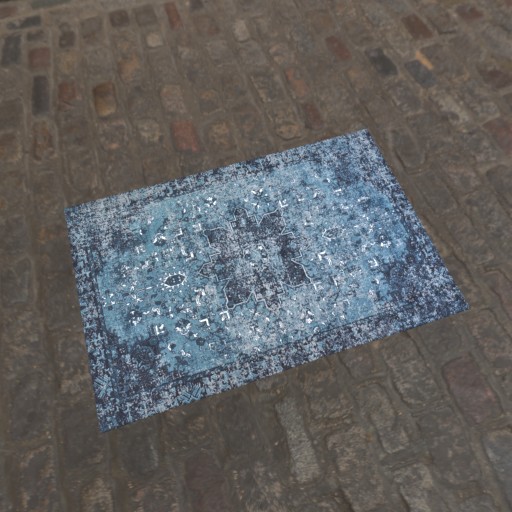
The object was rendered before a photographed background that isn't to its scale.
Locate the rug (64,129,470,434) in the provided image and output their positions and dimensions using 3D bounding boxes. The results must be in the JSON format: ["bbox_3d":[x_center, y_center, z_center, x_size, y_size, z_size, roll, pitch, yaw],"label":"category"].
[{"bbox_3d":[0.000,0.000,2.317,1.828,0.005,1.219,-16,65,-8],"label":"rug"}]
